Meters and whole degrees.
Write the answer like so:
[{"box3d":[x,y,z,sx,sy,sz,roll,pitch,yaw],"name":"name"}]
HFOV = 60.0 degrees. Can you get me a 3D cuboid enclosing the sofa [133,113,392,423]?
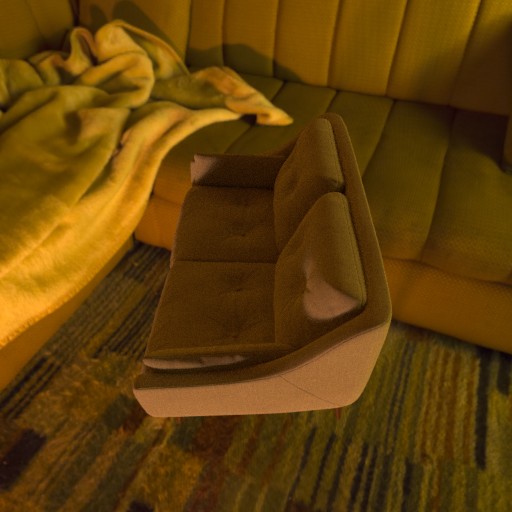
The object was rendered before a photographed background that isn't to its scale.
[{"box3d":[0.000,0.000,2.267,0.965,0.888,1.652,1,43,1],"name":"sofa"}]
